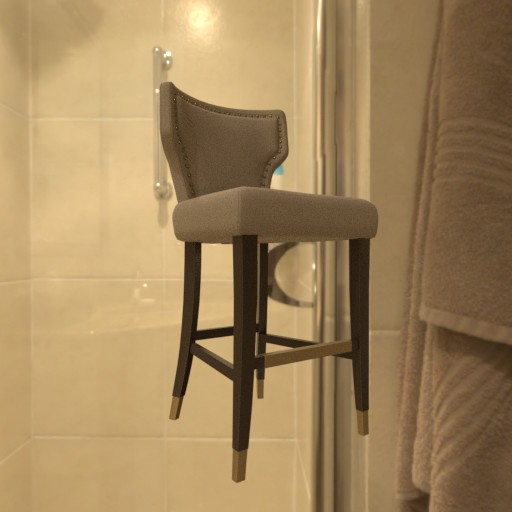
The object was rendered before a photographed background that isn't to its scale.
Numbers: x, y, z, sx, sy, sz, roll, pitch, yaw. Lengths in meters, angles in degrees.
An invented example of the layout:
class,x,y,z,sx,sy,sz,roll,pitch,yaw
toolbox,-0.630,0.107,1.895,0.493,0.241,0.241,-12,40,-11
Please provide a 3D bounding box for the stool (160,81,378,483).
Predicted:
class,x,y,z,sx,sy,sz,roll,pitch,yaw
stool,0.000,0.000,1.407,0.526,1.092,0.563,0,1,-36
